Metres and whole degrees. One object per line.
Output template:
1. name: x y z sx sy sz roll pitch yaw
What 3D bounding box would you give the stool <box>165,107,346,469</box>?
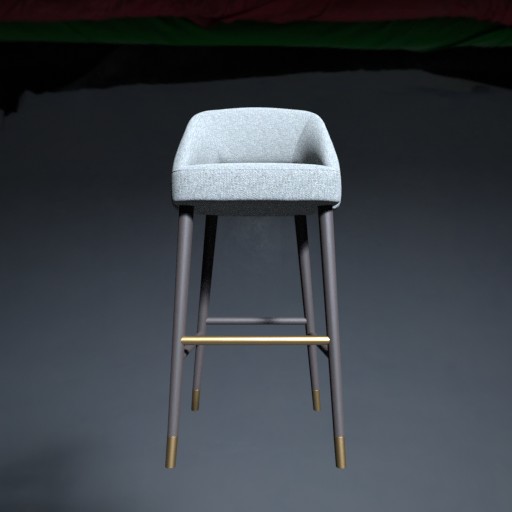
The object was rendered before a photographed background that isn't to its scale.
1. stool: 0.000 0.000 1.392 0.536 1.089 0.524 0 0 0
